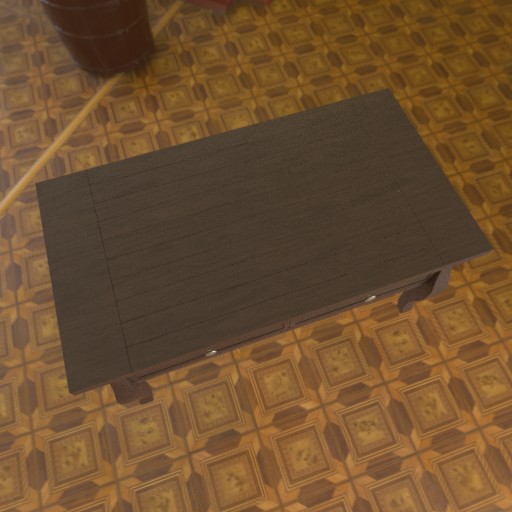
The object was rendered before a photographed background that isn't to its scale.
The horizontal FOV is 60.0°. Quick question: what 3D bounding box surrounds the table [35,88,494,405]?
[{"bbox_3d":[0.000,0.000,1.379,1.062,0.494,0.600,-18,66,-8],"label":"table"}]
